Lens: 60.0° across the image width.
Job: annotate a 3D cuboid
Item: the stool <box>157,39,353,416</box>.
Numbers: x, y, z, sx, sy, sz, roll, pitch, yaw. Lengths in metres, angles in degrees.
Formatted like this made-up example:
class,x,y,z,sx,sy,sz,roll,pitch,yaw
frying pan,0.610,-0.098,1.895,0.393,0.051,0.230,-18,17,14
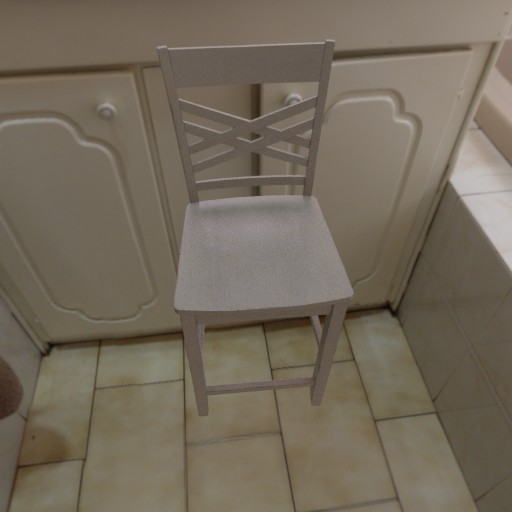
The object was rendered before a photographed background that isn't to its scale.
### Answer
class,x,y,z,sx,sy,sz,roll,pitch,yaw
stool,0.000,0.000,1.365,0.462,1.079,0.539,-4,48,-4
